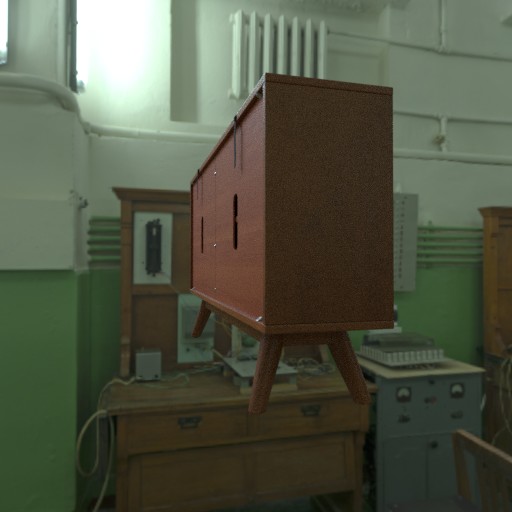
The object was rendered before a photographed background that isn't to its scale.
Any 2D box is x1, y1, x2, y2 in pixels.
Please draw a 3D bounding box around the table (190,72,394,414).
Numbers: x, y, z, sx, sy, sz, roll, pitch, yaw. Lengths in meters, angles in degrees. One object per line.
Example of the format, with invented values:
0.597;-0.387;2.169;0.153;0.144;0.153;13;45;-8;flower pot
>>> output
0.000;0.000;1.482;0.308;0.698;1.220;0;-1;-15;table
